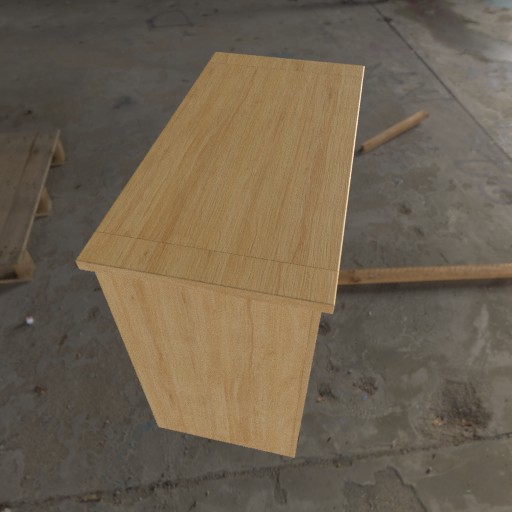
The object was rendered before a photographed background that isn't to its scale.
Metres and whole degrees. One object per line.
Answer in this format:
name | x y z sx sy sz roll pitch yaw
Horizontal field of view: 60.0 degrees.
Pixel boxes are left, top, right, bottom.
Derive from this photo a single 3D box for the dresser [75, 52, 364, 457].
dresser | 0.000 0.000 1.204 0.410 0.730 0.800 9 48 8
